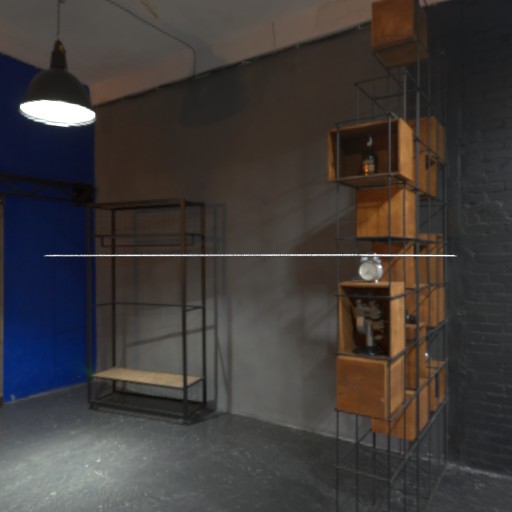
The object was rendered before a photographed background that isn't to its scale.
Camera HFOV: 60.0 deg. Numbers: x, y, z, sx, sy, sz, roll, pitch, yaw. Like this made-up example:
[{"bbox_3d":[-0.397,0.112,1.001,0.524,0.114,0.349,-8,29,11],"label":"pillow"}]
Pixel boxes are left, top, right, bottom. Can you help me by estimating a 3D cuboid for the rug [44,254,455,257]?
[{"bbox_3d":[0.000,0.000,4.146,3.048,0.012,2.438,0,0,36],"label":"rug"}]
